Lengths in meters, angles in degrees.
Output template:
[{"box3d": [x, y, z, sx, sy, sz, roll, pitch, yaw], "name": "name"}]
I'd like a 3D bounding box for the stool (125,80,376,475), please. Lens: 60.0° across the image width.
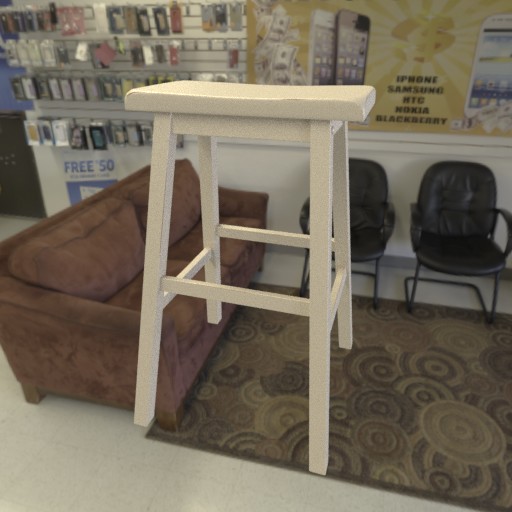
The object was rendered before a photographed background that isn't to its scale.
[{"box3d": [0.000, 0.000, 1.034, 0.457, 0.737, 0.476, 8, 27, 16], "name": "stool"}]
